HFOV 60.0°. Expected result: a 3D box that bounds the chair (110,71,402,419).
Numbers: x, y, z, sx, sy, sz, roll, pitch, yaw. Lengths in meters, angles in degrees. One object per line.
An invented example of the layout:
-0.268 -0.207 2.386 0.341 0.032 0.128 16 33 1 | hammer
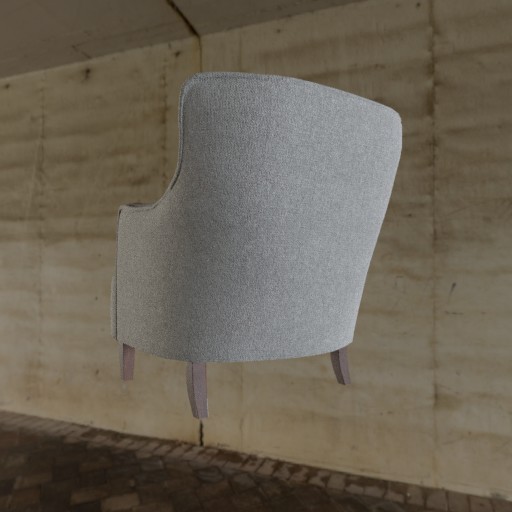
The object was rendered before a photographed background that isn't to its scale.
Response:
0.000 0.000 1.532 0.820 0.920 0.910 1 -1 -36 | chair
